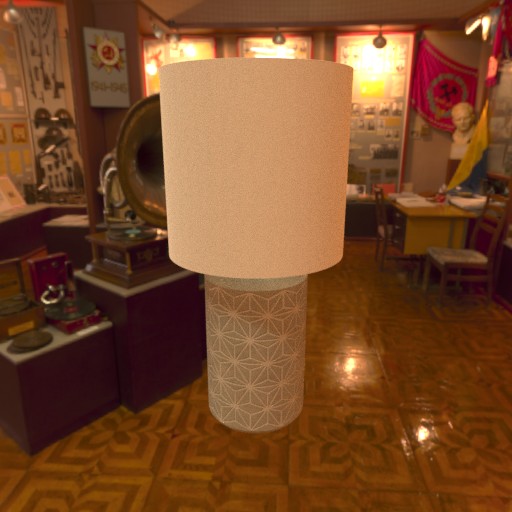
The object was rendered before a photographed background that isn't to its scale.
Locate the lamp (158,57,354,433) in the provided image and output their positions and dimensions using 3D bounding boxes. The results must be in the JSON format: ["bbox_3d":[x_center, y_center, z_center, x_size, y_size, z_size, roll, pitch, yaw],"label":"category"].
[{"bbox_3d":[0.000,0.000,0.537,0.206,0.416,0.206,2,17,6],"label":"lamp"}]
